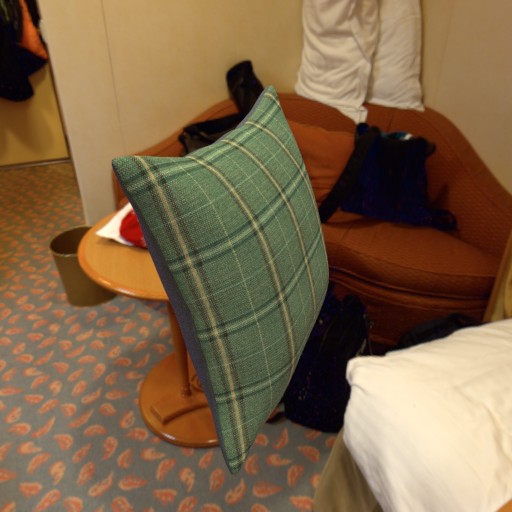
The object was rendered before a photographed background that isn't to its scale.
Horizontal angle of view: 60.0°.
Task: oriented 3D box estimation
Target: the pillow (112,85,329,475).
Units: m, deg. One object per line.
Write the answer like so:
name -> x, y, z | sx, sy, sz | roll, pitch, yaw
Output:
pillow -> 0.000, 0.000, 0.686 | 0.200, 0.430, 0.453 | 11, 31, 18
